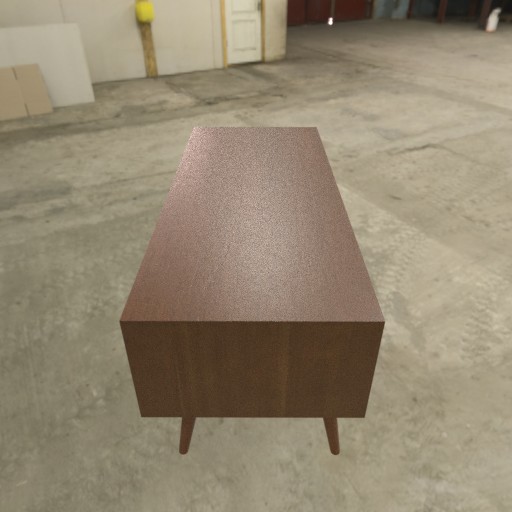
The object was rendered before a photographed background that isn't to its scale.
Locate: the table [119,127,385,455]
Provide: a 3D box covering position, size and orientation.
[{"bbox_3d":[0.000,0.000,1.393,0.490,0.464,1.119,0,34,0],"label":"table"}]
